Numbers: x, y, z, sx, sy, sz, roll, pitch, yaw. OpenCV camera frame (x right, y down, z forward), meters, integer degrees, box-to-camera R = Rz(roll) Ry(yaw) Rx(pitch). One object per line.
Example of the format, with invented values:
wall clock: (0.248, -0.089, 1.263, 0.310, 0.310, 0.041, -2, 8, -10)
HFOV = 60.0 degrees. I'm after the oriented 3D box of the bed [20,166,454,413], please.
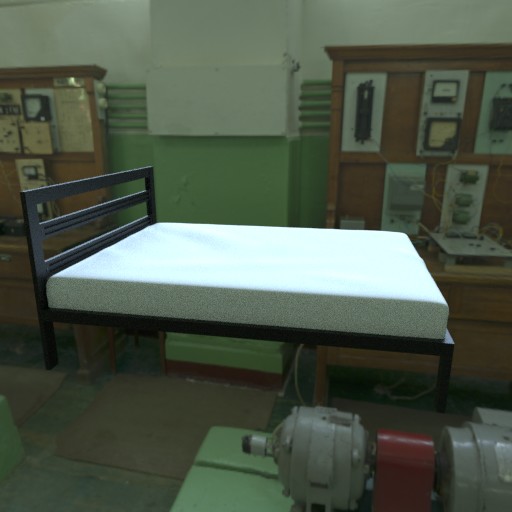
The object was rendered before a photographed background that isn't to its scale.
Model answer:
bed: (0.000, 0.000, 2.811, 2.062, 0.967, 1.524, 3, 16, 10)
